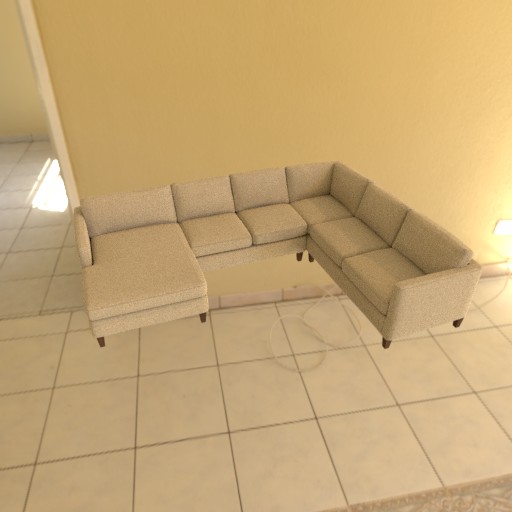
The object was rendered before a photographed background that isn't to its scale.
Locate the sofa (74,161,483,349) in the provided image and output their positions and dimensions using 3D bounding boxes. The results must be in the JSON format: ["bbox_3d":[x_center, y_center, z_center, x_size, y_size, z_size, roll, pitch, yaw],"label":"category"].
[{"bbox_3d":[0.000,0.000,4.611,3.460,0.959,2.593,-12,35,-17],"label":"sofa"}]
